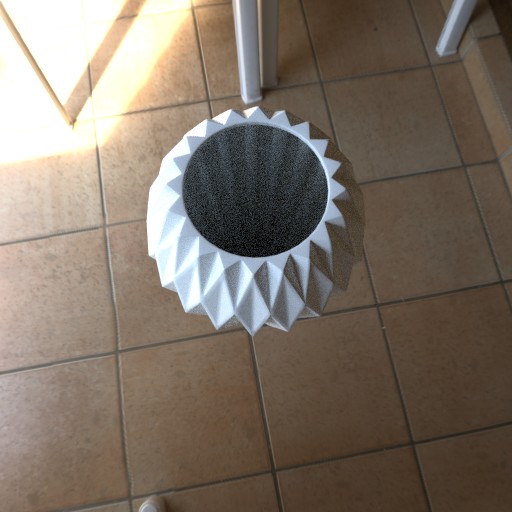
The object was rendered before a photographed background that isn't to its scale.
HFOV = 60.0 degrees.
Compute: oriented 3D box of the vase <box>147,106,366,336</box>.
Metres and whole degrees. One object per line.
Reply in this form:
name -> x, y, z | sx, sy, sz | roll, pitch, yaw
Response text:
vase -> 0.000, 0.000, 0.340 | 0.133, 0.263, 0.133 | 0, 75, 0
